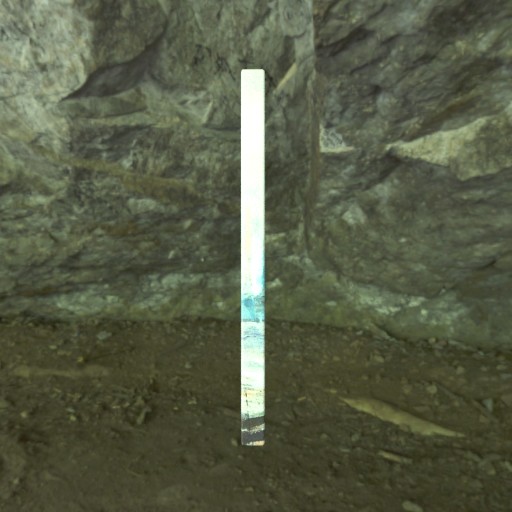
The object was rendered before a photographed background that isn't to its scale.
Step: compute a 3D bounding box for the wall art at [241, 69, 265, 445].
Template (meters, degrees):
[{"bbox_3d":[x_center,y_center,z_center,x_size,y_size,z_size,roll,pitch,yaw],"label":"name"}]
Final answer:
[{"bbox_3d":[0.000,0.000,1.171,0.038,0.609,0.913,0,0,1],"label":"wall art"}]
